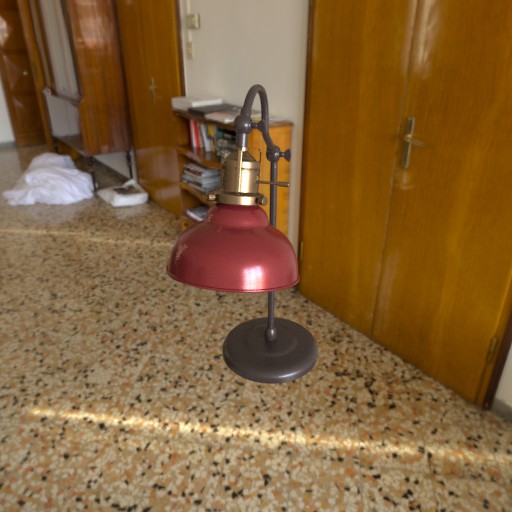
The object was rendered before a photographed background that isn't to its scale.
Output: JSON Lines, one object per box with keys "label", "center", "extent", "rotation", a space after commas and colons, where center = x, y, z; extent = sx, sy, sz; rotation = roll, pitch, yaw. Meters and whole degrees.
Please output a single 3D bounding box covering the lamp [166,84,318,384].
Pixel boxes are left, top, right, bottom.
{"label": "lamp", "center": [0.000, 0.000, 0.701], "extent": [0.192, 0.508, 0.374], "rotation": [8, 27, 16]}
